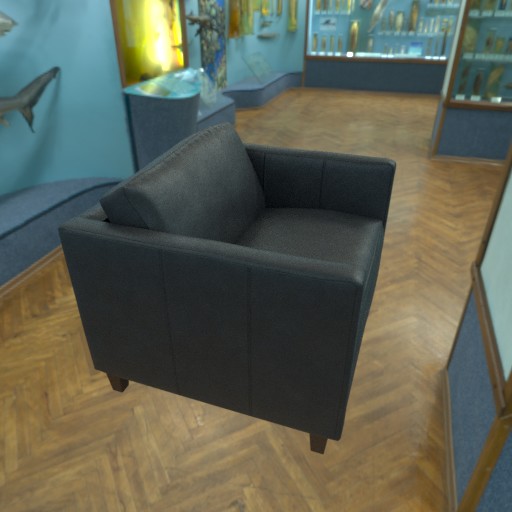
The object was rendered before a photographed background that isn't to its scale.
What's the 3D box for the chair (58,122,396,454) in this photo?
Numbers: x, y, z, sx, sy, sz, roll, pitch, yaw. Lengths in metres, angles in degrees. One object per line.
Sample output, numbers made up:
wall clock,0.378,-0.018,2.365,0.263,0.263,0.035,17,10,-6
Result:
chair,0.000,0.000,1.612,0.862,0.811,0.939,10,32,17
